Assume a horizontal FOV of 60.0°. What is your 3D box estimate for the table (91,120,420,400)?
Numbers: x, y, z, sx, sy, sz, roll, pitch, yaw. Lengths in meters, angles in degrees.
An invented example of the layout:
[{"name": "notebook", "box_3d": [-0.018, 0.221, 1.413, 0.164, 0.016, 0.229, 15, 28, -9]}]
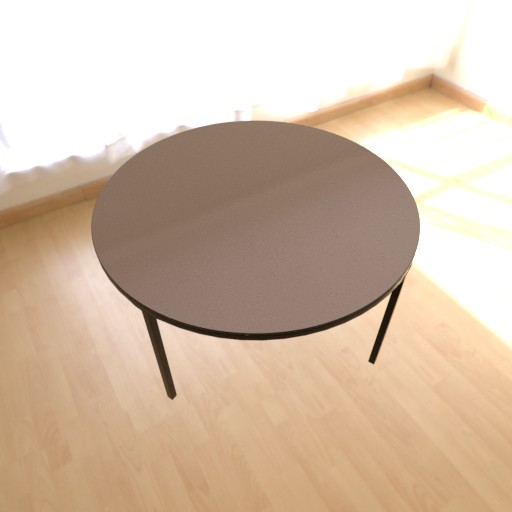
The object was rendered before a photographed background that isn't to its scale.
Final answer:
[{"name": "table", "box_3d": [0.000, 0.000, 1.252, 0.800, 0.400, 0.800, 0, 46, 0]}]
